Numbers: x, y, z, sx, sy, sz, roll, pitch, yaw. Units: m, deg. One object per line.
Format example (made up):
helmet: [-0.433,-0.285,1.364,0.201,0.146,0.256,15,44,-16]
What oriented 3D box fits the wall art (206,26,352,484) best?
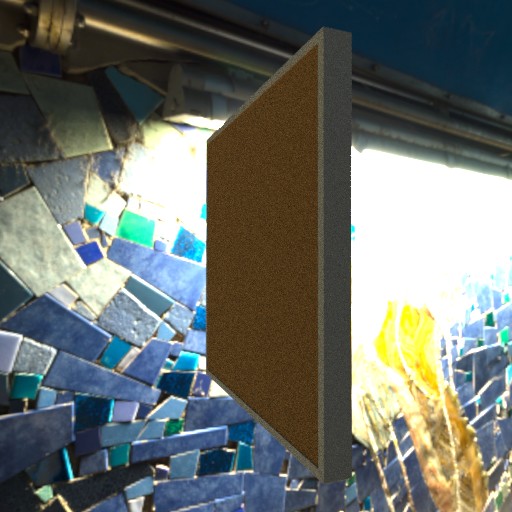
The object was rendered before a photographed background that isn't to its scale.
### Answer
wall art: [0.000,0.000,0.734,0.037,0.508,0.508,0,0,-21]
